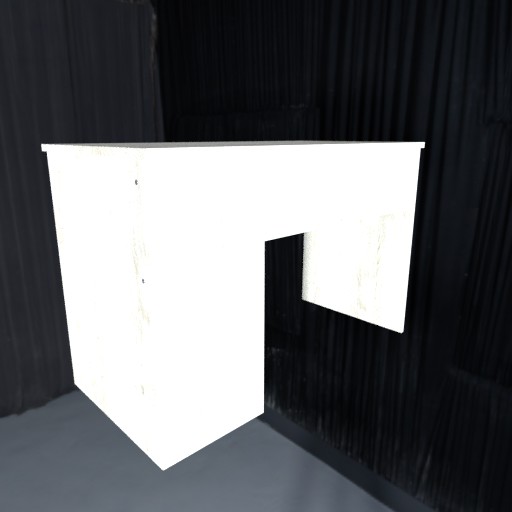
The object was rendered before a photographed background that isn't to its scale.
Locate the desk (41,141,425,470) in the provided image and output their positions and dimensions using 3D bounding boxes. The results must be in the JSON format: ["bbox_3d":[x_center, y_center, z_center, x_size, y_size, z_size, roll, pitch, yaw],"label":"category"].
[{"bbox_3d":[0.000,0.000,1.479,1.096,0.730,0.560,-14,21,-41],"label":"desk"}]
